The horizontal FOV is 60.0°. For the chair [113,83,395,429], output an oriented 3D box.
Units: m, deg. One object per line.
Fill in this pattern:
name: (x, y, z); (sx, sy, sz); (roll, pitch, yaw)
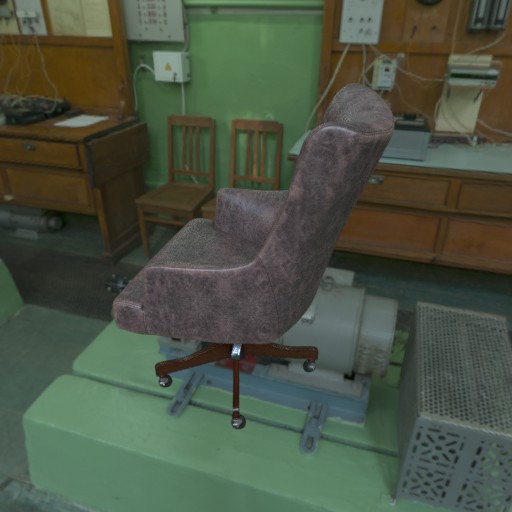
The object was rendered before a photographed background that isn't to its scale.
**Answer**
chair: (0.000, 0.000, 1.489); (0.762, 1.035, 0.641); (8, 31, 14)
